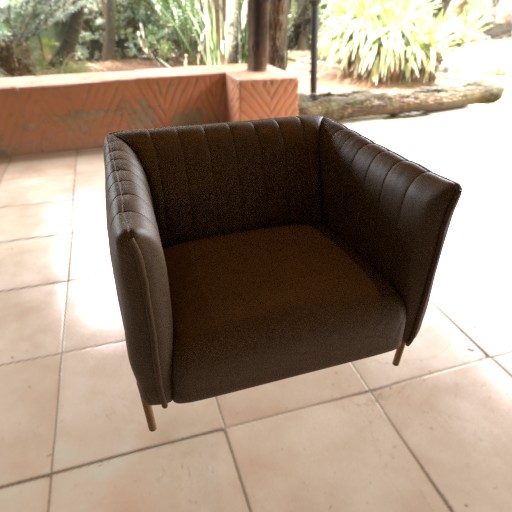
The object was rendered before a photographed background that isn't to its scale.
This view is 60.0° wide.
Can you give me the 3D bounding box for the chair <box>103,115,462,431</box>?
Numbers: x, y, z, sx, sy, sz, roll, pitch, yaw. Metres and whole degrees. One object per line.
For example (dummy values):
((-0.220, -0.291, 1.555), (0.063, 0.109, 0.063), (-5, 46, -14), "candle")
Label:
((0.000, 0.000, 1.609), (0.981, 0.779, 0.876), (-10, 32, -16), "chair")
